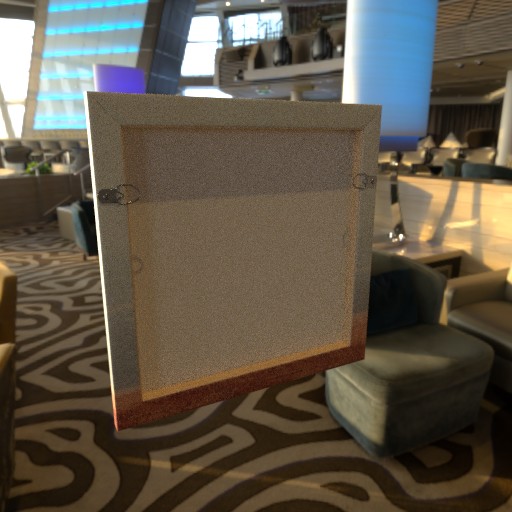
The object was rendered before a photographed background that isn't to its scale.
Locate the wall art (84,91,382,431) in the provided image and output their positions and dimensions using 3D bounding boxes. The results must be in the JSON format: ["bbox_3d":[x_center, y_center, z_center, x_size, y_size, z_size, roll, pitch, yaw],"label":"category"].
[{"bbox_3d":[0.000,0.000,0.906,0.605,0.605,0.034,-8,17,-27],"label":"wall art"}]
